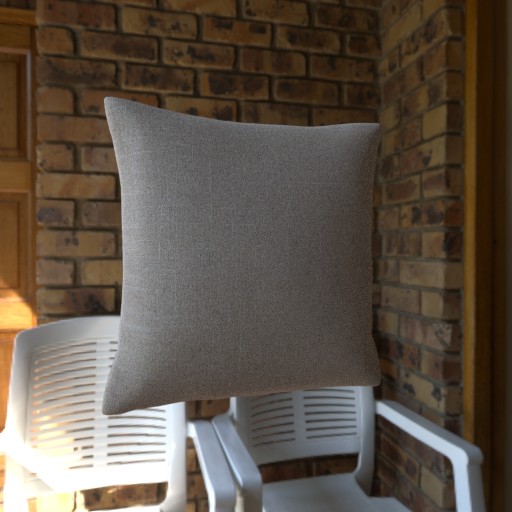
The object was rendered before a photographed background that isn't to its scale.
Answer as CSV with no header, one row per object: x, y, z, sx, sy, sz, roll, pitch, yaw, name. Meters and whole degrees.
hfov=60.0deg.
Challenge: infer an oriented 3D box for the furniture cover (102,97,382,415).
0.000,0.000,0.775,0.511,0.503,0.162,0,1,-18,furniture cover
